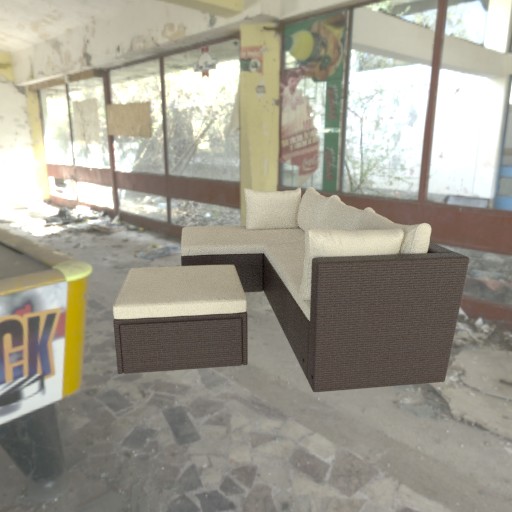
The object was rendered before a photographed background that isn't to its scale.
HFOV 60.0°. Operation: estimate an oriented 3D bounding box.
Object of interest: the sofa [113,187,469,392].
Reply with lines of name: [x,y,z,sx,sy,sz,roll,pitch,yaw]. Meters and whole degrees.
sofa: [0.000,0.000,2.966,1.612,0.766,2.192,-2,15,-8]
